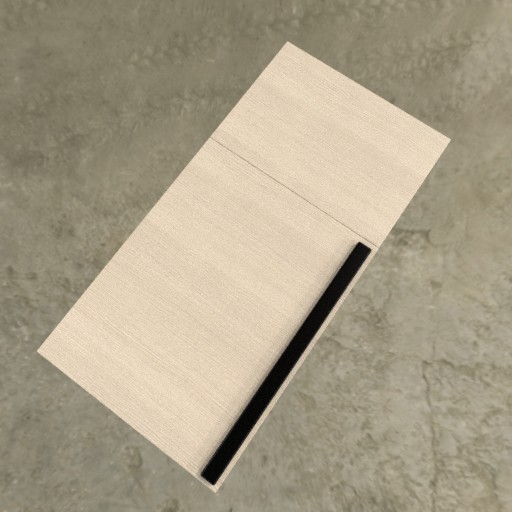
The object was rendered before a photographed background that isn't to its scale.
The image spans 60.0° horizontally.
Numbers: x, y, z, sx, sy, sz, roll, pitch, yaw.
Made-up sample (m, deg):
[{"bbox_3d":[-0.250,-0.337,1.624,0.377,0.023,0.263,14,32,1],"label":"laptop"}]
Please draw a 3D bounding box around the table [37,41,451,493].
[{"bbox_3d":[0.000,0.000,0.786,0.322,0.242,0.644,35,79,8],"label":"table"}]
